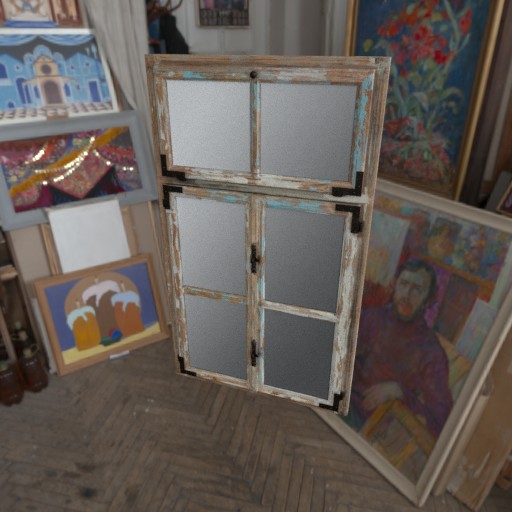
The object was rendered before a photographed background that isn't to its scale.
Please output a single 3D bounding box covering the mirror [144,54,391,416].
[{"bbox_3d":[0.000,0.000,1.473,0.707,1.213,0.083,9,27,17],"label":"mirror"}]
